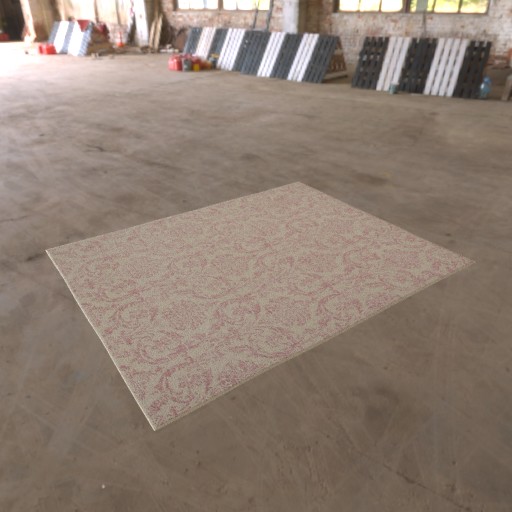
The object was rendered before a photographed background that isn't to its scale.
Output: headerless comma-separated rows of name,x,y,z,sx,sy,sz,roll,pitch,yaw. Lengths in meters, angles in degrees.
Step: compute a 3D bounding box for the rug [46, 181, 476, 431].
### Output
rug,0.000,0.000,3.909,2.980,0.012,2.363,-20,36,-30
